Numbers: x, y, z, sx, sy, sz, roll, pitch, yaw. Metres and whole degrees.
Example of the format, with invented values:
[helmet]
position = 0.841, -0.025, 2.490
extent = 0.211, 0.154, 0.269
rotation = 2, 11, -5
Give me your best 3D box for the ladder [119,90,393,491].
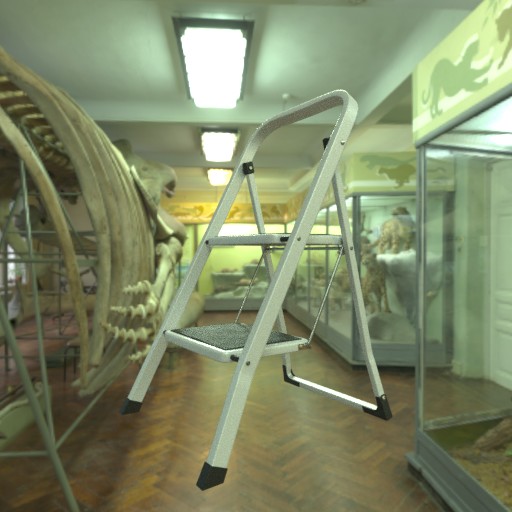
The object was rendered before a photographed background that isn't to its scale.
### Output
[ladder]
position = 0.000, 0.000, 1.108
extent = 0.544, 0.810, 0.460
rotation = 0, 1, -35
